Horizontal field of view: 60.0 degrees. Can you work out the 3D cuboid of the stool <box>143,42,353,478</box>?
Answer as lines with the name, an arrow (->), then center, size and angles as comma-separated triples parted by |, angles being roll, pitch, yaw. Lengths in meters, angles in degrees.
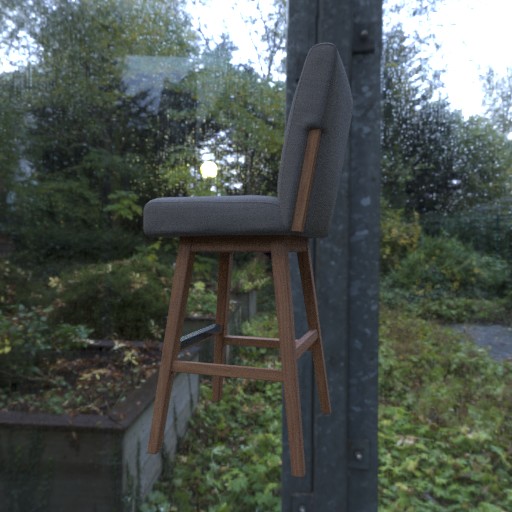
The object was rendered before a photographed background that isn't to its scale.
stool -> 0.000, 0.000, 1.399 | 0.570, 1.112, 0.483 | 0, 1, 18
